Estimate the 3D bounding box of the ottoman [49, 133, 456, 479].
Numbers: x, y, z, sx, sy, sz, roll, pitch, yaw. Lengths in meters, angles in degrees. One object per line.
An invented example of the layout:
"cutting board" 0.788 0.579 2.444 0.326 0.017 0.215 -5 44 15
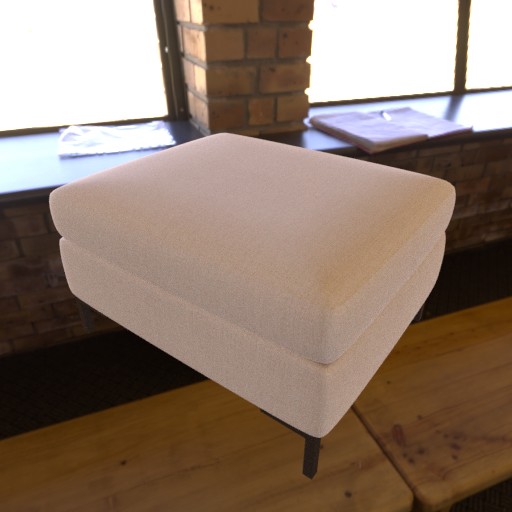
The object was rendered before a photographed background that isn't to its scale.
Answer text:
"ottoman" 0.000 0.000 1.151 0.794 0.453 0.657 21 37 31
